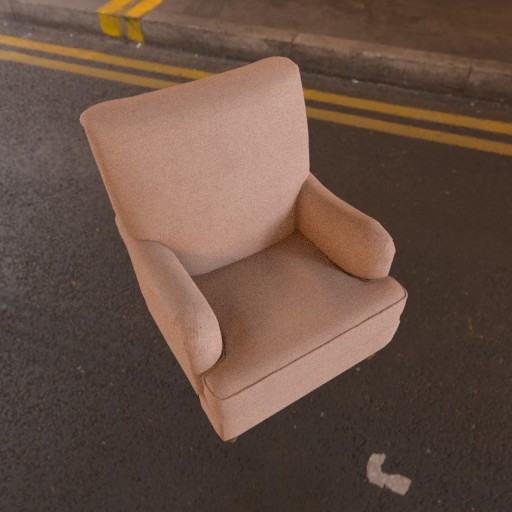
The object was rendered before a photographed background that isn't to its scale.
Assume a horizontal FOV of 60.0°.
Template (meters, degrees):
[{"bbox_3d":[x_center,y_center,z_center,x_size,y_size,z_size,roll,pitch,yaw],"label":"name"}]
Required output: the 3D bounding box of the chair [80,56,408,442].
[{"bbox_3d":[0.000,0.000,1.774,0.879,1.119,0.953,-24,52,-21],"label":"chair"}]
